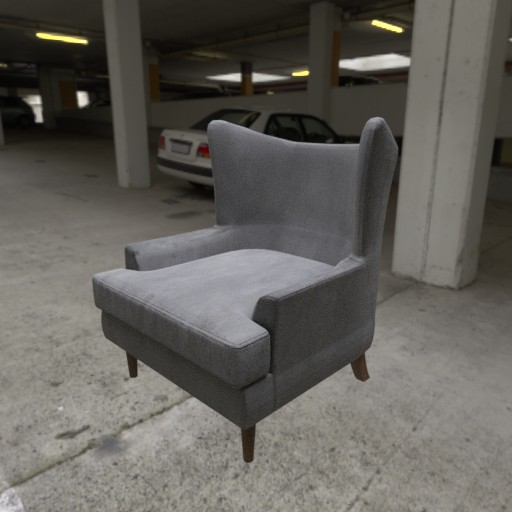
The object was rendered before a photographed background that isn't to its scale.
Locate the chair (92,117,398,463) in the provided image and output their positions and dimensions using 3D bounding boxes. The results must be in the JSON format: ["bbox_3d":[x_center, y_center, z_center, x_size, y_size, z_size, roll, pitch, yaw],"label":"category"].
[{"bbox_3d":[0.000,0.000,1.599,0.784,0.950,0.906,15,22,43],"label":"chair"}]
